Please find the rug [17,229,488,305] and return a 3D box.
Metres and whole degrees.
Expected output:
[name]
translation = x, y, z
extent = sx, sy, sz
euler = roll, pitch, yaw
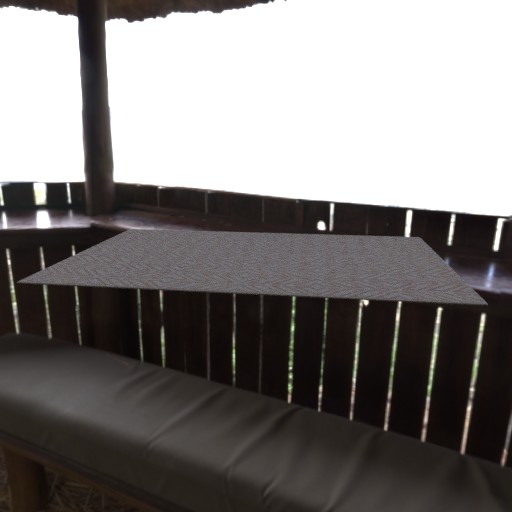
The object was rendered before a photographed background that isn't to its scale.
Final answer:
[rug]
translation = 0.000, 0.000, 2.986
extent = 2.438, 0.008, 1.523
euler = 2, 15, 8
